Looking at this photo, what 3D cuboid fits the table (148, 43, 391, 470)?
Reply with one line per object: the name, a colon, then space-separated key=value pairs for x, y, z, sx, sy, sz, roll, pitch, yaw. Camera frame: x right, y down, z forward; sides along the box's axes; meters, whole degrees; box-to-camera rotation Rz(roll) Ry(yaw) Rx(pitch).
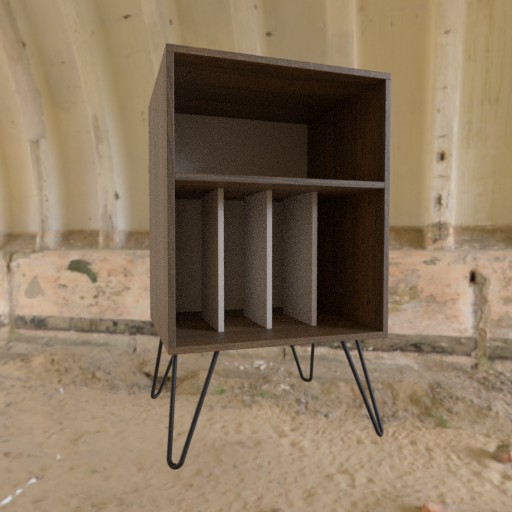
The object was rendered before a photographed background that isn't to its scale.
table: x=0.000 y=0.000 z=1.187 sx=0.526 sy=0.866 sz=0.457 roll=-1 pitch=2 yaw=-18
